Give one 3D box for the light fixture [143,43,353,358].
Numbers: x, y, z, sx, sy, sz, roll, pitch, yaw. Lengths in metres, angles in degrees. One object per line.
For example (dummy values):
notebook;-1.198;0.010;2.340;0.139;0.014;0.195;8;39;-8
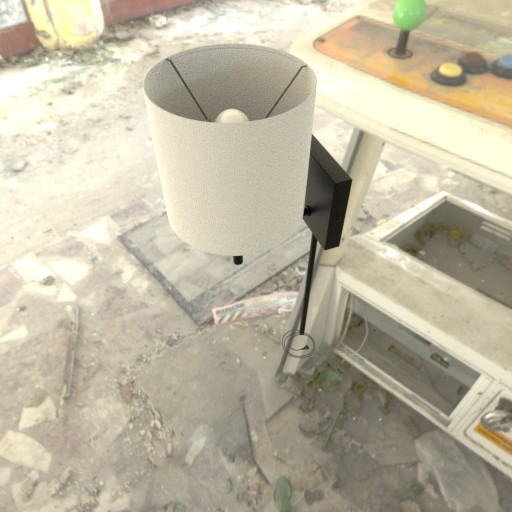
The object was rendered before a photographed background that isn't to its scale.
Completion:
light fixture;0.000;0.000;0.704;0.248;0.589;0.188;-16;49;-14
